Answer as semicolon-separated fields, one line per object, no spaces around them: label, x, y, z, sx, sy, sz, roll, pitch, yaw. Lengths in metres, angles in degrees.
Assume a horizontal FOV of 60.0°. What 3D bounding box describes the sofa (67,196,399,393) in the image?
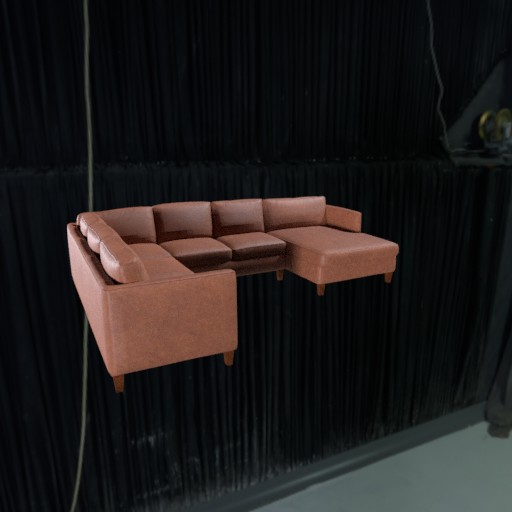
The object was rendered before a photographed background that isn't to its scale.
sofa;0.000;0.000;4.663;3.460;0.923;2.593;-7;16;-26
